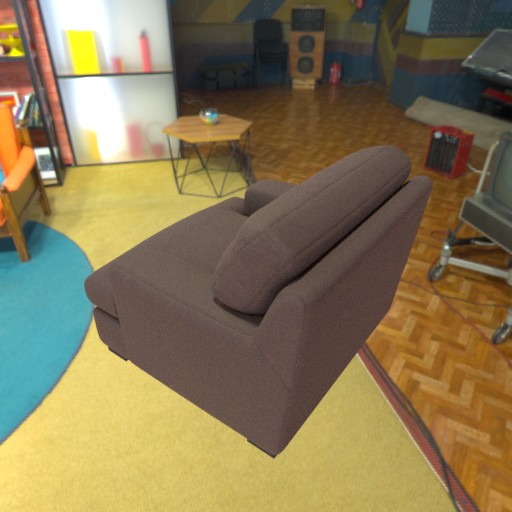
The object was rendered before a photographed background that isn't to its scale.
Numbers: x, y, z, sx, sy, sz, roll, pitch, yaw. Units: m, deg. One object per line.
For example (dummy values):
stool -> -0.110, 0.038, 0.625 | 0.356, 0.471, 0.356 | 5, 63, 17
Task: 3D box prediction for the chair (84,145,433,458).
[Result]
chair -> 0.000, 0.000, 2.017 | 1.143, 0.940, 1.168 | 21, 38, 30
